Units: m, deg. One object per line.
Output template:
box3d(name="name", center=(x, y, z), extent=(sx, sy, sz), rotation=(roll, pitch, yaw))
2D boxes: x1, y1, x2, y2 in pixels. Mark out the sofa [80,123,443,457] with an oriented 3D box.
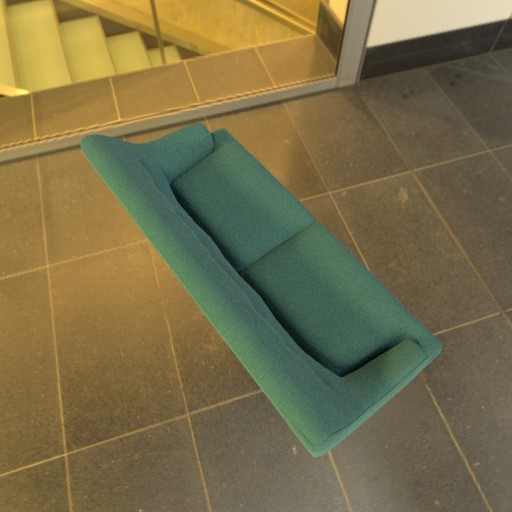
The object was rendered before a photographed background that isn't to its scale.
box3d(name="sofa", center=(0.000, 0.000, 2.539), extent=(0.978, 0.871, 2.057), rotation=(-33, 65, -18))
